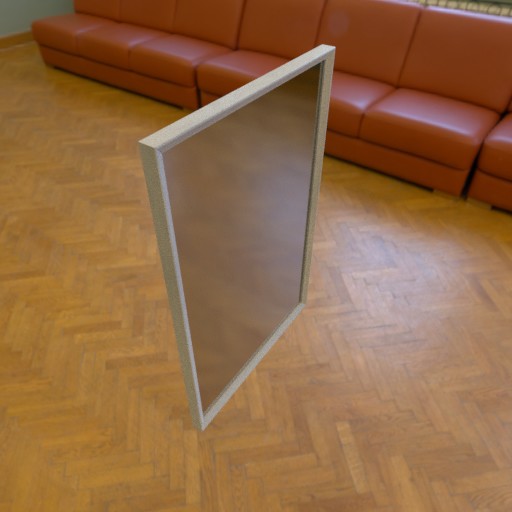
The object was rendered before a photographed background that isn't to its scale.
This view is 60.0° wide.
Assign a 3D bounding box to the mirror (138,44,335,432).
[{"bbox_3d":[0.000,0.000,1.186,0.041,0.915,0.609,25,47,25],"label":"mirror"}]
